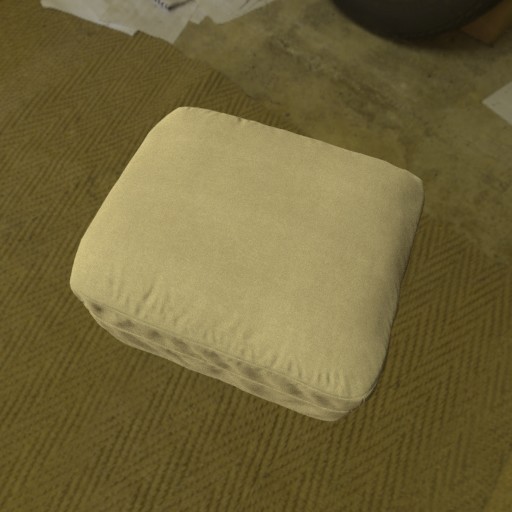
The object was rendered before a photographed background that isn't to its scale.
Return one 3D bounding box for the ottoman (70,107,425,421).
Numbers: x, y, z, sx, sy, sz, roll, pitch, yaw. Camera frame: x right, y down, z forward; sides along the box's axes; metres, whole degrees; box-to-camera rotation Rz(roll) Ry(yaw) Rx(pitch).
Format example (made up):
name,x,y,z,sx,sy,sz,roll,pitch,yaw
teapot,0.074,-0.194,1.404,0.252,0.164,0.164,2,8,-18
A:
name,x,y,z,sx,sy,sz,roll,pitch,yaw
ottoman,0.000,0.000,1.106,0.712,0.480,0.584,19,65,9
